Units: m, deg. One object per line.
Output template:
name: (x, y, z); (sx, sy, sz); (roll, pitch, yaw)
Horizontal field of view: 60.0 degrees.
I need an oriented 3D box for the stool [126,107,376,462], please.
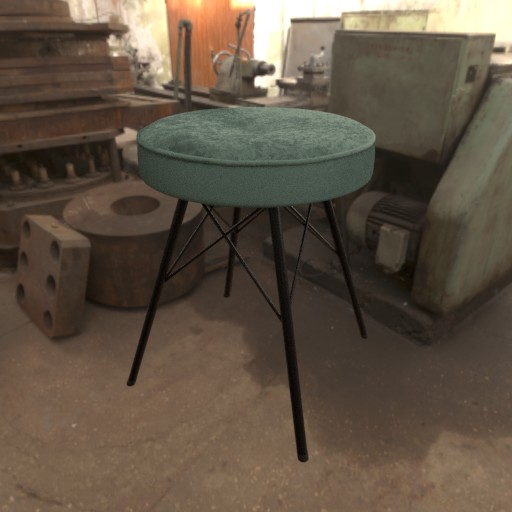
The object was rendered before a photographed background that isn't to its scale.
stool: (0.000, 0.000, 0.878); (0.458, 0.519, 0.457); (19, 32, 32)
